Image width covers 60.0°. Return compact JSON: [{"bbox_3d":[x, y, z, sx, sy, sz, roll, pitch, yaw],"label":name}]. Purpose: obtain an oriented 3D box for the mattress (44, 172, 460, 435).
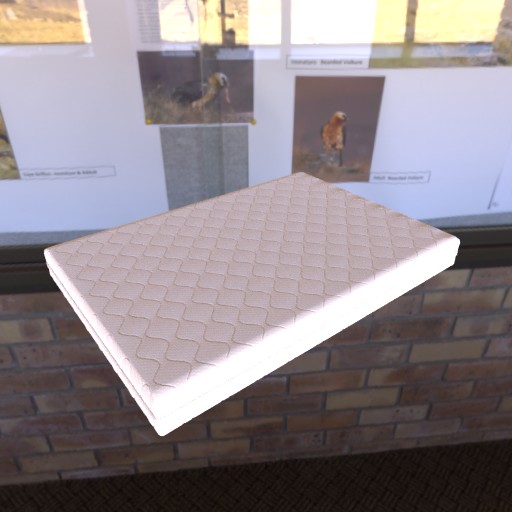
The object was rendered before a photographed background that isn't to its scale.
[{"bbox_3d":[0.000,0.000,2.615,2.000,0.200,1.400,-22,38,-31],"label":"mattress"}]
